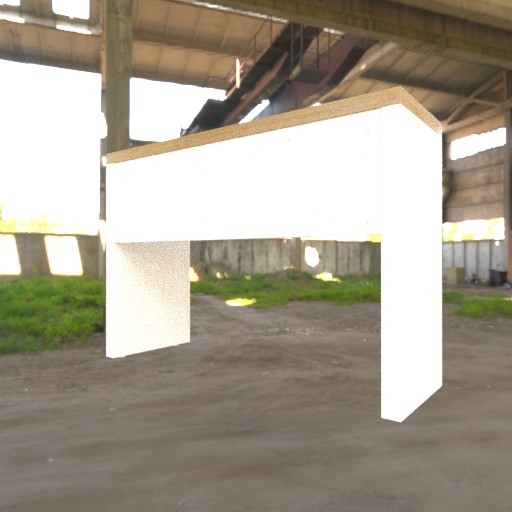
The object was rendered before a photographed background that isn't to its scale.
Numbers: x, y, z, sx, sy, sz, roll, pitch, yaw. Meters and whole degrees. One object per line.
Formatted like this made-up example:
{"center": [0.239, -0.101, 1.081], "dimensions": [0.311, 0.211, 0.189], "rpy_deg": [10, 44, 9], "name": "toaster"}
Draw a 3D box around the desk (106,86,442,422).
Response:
{"center": [0.000, 0.000, 1.477], "dimensions": [1.100, 0.760, 0.390], "rpy_deg": [0, 0, 37], "name": "desk"}
